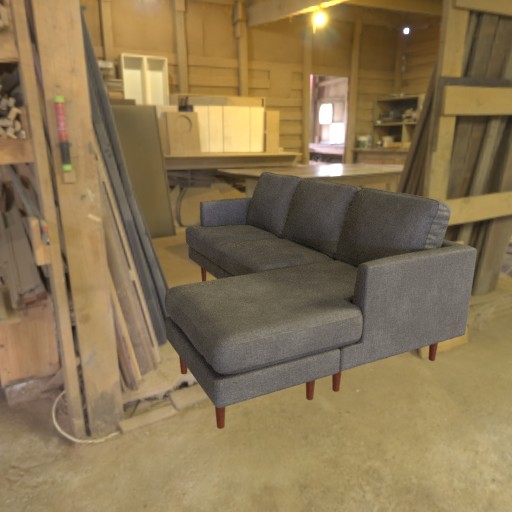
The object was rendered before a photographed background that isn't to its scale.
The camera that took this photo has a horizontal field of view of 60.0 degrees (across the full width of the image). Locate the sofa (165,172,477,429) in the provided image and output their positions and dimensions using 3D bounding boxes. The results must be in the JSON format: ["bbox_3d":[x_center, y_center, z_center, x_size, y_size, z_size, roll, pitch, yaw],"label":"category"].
[{"bbox_3d":[0.000,0.000,3.022,1.504,0.956,2.233,-8,18,-26],"label":"sofa"}]
